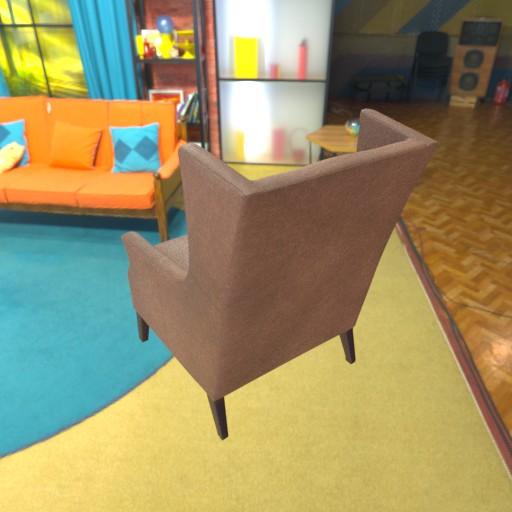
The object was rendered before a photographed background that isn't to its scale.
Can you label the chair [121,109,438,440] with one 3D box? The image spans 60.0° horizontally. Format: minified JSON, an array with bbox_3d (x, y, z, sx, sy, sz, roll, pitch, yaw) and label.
[{"bbox_3d":[0.000,0.000,1.725,0.815,1.088,0.913,-20,37,-30],"label":"chair"}]
